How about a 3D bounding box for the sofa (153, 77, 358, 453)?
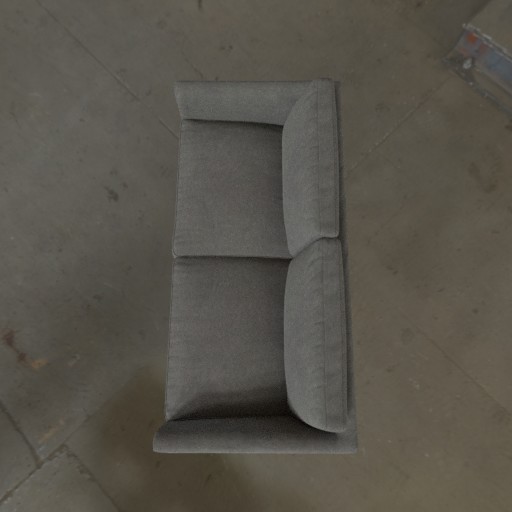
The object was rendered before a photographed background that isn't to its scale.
[{"bbox_3d":[0.000,0.000,2.800,1.092,0.838,2.257,0,76,0],"label":"sofa"}]
